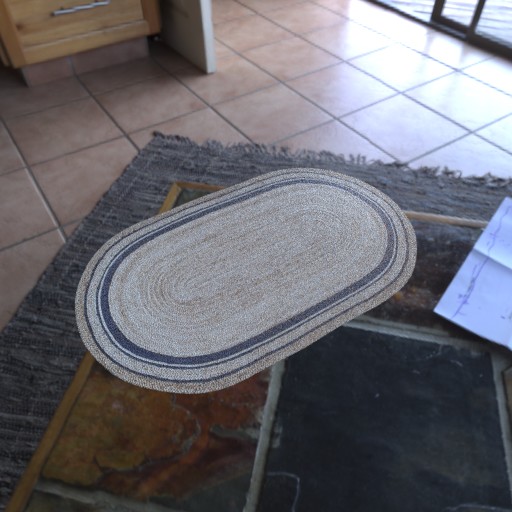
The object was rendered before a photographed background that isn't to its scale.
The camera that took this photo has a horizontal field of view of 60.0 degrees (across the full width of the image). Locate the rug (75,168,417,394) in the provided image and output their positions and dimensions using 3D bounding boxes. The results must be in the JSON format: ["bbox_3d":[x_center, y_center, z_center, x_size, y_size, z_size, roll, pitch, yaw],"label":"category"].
[{"bbox_3d":[0.000,0.000,3.045,2.432,0.006,1.520,-25,52,-21],"label":"rug"}]
